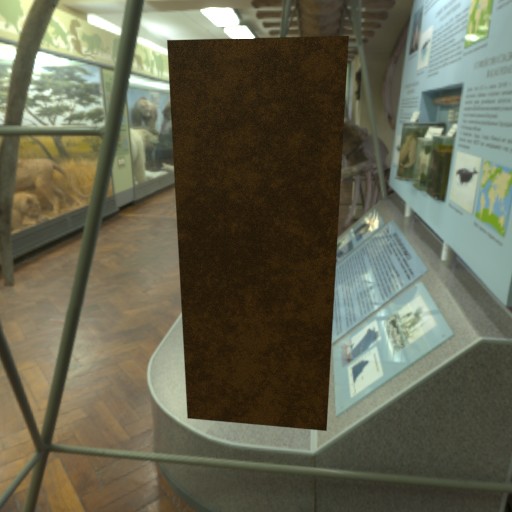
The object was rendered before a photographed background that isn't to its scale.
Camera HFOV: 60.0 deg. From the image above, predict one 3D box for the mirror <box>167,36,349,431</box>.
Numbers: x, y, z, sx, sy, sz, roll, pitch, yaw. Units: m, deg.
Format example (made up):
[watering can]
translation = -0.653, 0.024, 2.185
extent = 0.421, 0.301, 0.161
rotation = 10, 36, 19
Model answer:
[mirror]
translation = 0.000, 0.000, 2.278
extent = 0.812, 2.031, 0.032
rotation = 2, 17, 7
